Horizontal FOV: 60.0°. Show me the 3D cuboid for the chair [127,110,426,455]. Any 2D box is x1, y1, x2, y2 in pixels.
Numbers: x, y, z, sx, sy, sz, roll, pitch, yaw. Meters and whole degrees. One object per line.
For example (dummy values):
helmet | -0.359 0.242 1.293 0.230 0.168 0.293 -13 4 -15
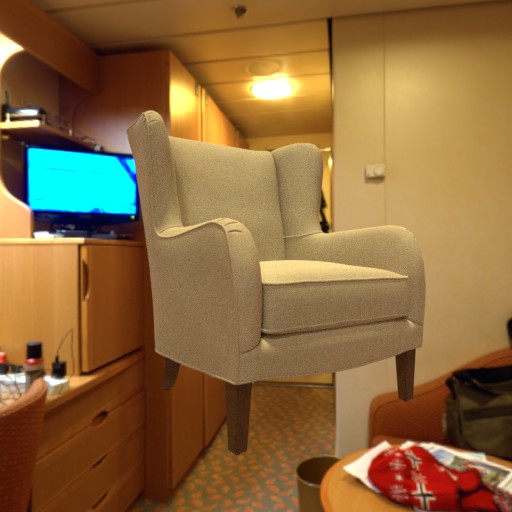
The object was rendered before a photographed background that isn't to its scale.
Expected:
chair | 0.000 0.000 1.709 0.838 1.040 0.966 0 0 -36
